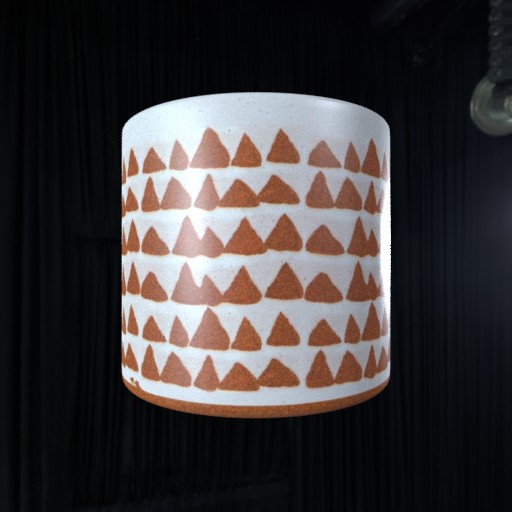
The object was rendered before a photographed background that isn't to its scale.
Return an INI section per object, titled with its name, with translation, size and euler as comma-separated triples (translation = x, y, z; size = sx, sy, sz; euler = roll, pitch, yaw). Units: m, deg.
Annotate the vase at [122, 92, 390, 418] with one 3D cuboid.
[vase]
translation = 0.000, 0.000, 0.236
size = 0.137, 0.127, 0.137
euler = 0, 0, 0
